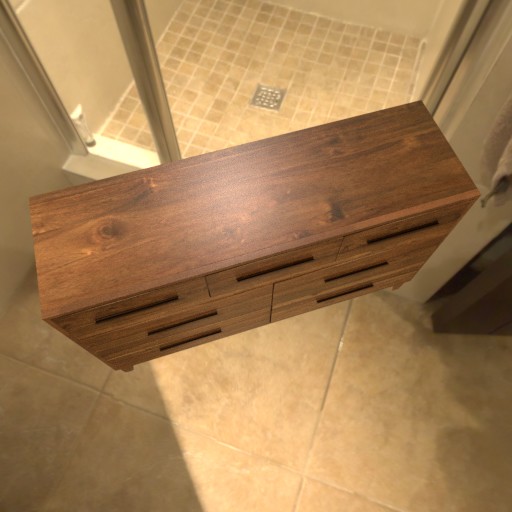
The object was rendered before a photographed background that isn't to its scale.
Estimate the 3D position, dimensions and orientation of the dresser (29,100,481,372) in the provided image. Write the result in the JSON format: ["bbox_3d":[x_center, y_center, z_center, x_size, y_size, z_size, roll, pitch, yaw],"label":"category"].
[{"bbox_3d":[0.000,0.000,1.822,1.400,0.873,0.446,-16,65,-7],"label":"dresser"}]
